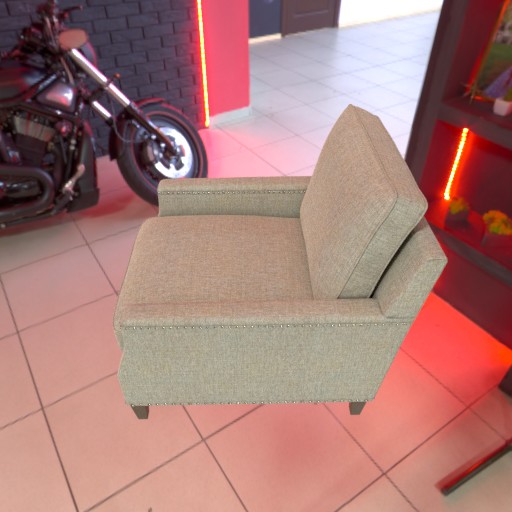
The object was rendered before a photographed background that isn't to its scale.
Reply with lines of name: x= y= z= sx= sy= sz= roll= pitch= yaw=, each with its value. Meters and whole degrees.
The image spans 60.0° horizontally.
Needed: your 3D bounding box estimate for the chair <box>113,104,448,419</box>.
chair: x=0.000 y=0.000 z=1.703 sx=1.014 sy=0.943 sz=0.853 roll=-1 pitch=40 yaw=-1
